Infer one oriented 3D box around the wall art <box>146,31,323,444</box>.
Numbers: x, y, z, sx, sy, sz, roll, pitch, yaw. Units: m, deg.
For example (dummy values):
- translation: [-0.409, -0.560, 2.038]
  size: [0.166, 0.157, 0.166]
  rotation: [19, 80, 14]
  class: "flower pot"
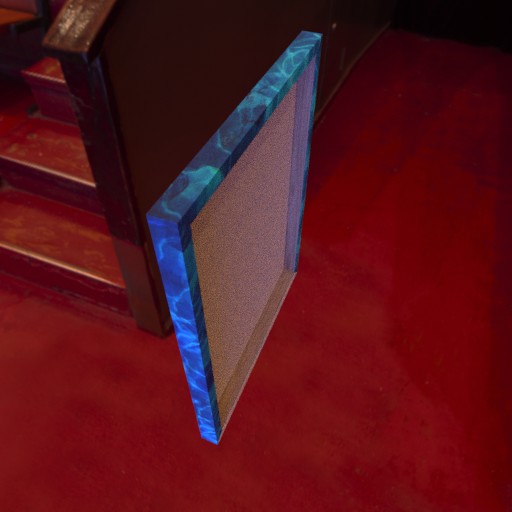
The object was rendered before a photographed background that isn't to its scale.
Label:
- translation: [0.000, 0.000, 0.846]
  size: [0.038, 0.635, 0.508]
  rotation: [17, 50, 15]
  class: "wall art"
